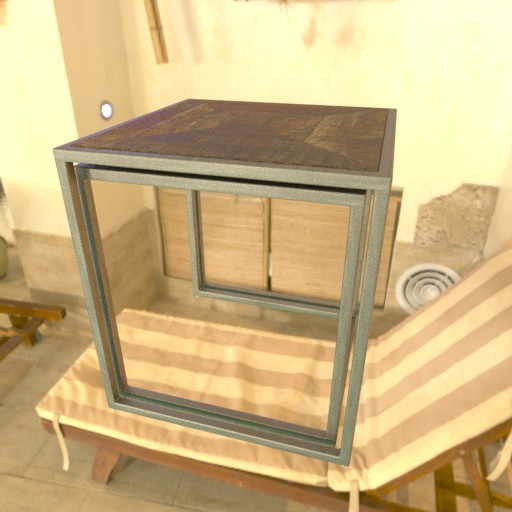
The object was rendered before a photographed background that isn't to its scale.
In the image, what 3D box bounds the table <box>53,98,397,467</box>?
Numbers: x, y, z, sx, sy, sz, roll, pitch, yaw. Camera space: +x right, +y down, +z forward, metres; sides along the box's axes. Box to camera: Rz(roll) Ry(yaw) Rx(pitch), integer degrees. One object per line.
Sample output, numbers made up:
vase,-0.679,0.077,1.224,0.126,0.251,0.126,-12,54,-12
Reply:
table,0.000,0.000,0.855,0.449,0.500,0.450,8,29,14
